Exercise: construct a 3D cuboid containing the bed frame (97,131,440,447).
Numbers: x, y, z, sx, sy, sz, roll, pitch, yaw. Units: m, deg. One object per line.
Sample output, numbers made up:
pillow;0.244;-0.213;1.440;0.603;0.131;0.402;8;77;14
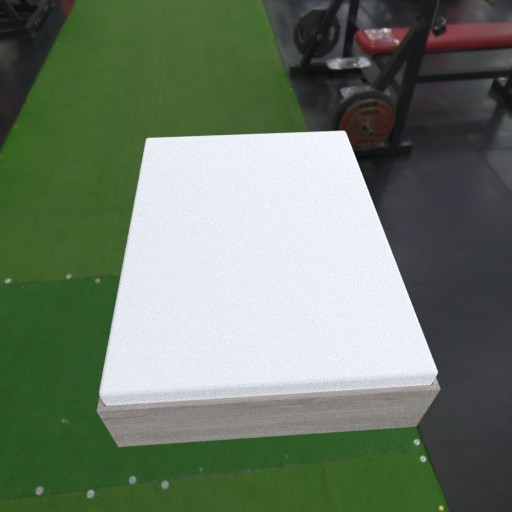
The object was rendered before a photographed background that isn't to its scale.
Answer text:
bed frame;0.000;0.000;2.632;1.448;0.490;1.944;-3;47;-3
